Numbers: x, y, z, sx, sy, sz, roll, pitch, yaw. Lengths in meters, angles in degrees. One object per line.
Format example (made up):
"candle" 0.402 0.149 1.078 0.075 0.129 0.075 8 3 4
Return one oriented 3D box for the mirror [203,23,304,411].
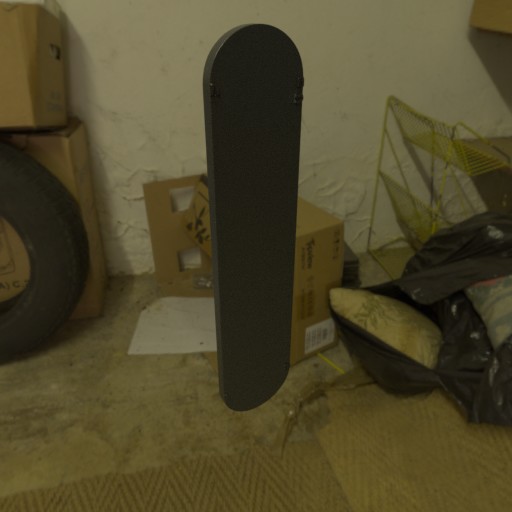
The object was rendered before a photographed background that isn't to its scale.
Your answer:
"mirror" 0.000 0.000 1.067 0.222 0.991 0.032 -18 33 -29
